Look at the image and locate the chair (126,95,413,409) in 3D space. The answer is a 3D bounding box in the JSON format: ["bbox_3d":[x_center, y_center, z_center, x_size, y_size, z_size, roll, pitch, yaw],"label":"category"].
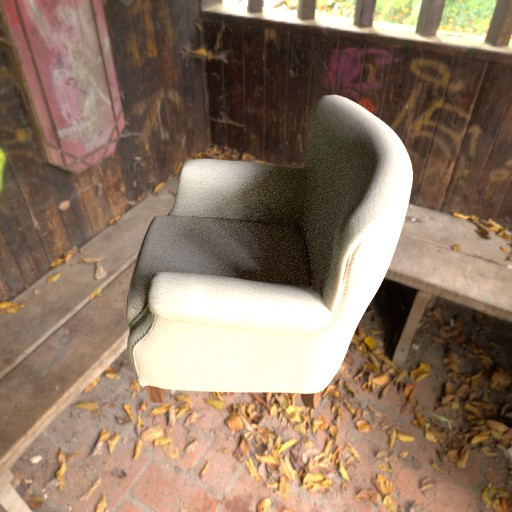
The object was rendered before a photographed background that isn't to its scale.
[{"bbox_3d":[0.000,0.000,1.648,0.921,0.936,0.861,0,41,0],"label":"chair"}]
